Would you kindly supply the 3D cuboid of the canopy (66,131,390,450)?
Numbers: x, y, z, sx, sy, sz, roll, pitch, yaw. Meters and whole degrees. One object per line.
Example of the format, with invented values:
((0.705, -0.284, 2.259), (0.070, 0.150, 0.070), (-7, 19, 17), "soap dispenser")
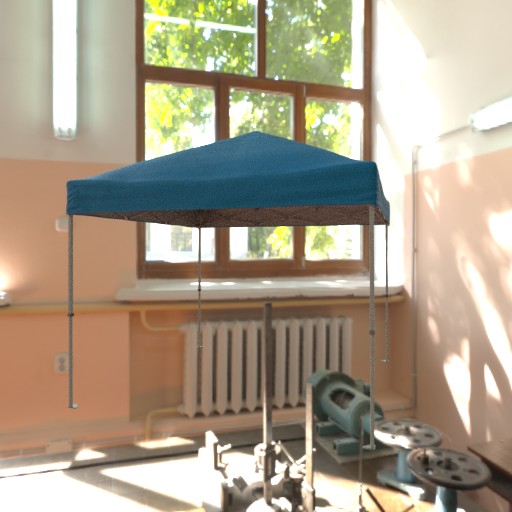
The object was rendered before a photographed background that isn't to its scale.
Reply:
((0.000, 0.000, 5.329), (2.996, 2.997, 2.998), (0, 1, 19), "canopy")
